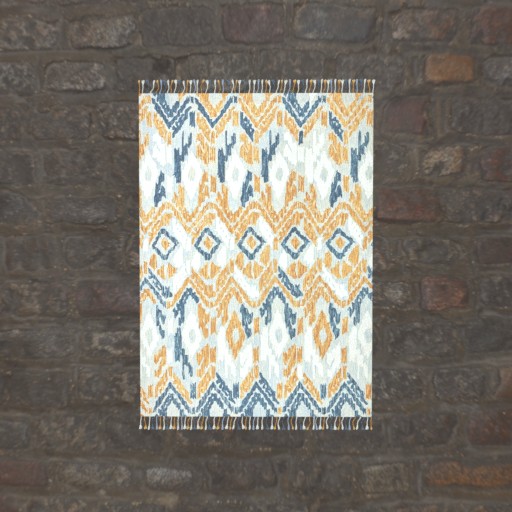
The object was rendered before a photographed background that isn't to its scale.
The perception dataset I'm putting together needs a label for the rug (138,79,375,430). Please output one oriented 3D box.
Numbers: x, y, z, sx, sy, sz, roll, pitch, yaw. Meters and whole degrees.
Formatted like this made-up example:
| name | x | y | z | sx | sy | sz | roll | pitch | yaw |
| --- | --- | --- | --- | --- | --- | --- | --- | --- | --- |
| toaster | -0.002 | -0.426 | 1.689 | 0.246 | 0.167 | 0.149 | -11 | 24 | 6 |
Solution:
| name | x | y | z | sx | sy | sz | roll | pitch | yaw |
| --- | --- | --- | --- | --- | --- | --- | --- | --- | --- |
| rug | 0.000 | 0.000 | 2.307 | 1.230 | 0.008 | 1.827 | 0 | 91 | 0 |
